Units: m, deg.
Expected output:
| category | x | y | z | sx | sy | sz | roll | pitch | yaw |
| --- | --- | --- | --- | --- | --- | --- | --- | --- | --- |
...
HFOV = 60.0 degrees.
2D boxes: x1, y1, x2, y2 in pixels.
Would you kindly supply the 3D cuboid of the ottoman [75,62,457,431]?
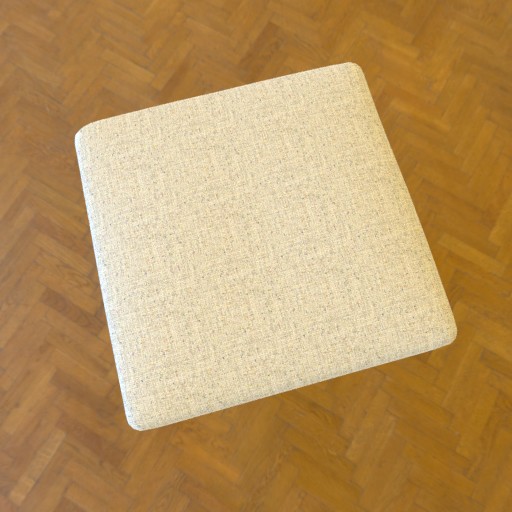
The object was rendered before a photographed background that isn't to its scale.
| category | x | y | z | sx | sy | sz | roll | pitch | yaw |
| --- | --- | --- | --- | --- | --- | --- | --- | --- | --- |
| ottoman | 0.000 | 0.000 | 0.889 | 0.521 | 0.453 | 0.512 | -15 | 77 | -4 |
